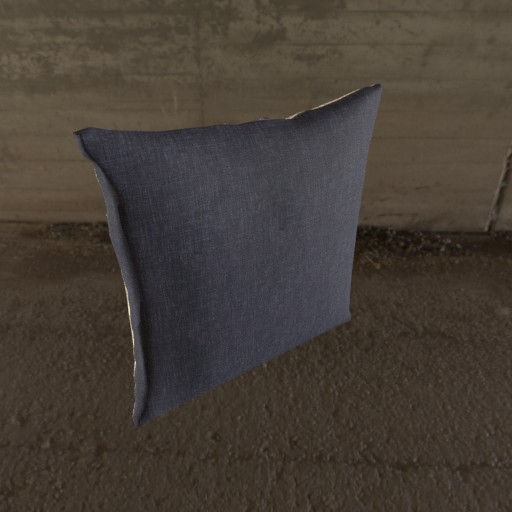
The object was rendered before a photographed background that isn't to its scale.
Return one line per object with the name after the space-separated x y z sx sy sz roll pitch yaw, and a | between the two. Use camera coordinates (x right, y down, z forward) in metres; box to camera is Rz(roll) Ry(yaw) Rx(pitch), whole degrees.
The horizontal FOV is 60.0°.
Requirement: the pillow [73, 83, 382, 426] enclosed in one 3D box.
0.000 0.000 0.756 0.510 0.510 0.145 -20 37 -29 | pillow
